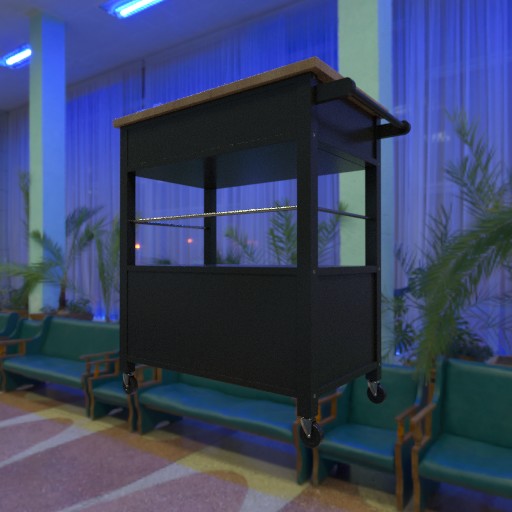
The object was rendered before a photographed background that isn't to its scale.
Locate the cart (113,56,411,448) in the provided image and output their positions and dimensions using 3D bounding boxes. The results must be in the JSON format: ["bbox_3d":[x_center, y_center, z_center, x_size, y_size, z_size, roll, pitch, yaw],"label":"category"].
[{"bbox_3d":[0.000,0.000,1.391,0.840,0.901,0.459,0,-1,37],"label":"cart"}]
